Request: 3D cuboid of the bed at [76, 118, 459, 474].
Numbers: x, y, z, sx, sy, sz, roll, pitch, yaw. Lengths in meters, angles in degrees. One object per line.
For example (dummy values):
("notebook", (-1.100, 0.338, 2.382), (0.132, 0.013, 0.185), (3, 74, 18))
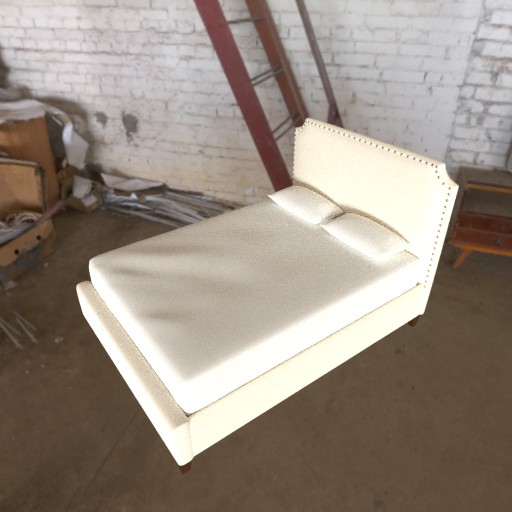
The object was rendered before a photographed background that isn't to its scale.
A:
("bed", (0.000, 0.000, 3.429), (2.365, 1.443, 1.712), (-22, 39, -30))
